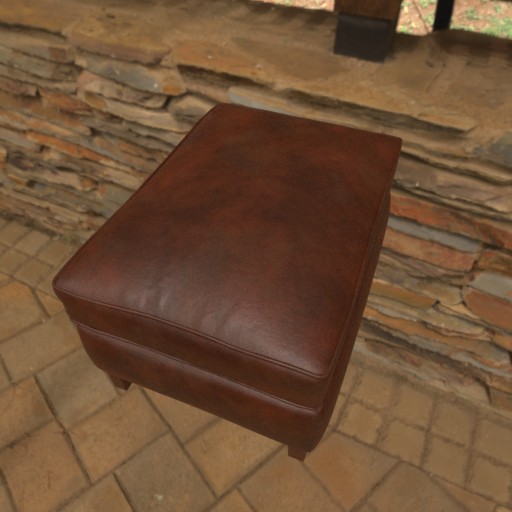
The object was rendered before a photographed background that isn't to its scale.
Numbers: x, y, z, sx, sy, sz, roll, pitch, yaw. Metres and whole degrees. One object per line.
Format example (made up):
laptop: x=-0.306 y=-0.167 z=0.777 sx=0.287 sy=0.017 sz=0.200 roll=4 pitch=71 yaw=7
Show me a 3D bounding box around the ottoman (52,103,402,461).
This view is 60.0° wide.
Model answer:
ottoman: x=0.000 y=0.000 z=0.966 sx=0.501 sy=0.432 sz=0.665 roll=16 pitch=48 yaw=15
